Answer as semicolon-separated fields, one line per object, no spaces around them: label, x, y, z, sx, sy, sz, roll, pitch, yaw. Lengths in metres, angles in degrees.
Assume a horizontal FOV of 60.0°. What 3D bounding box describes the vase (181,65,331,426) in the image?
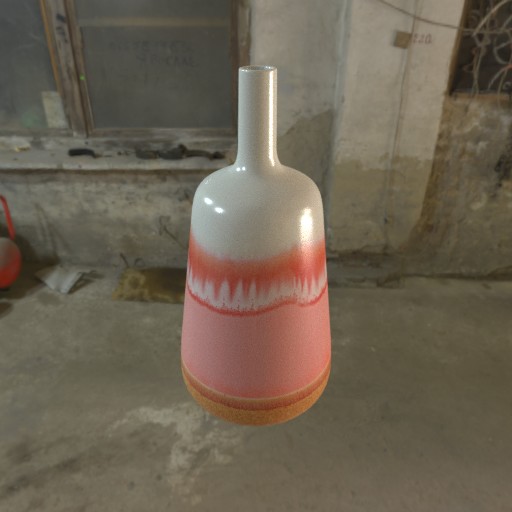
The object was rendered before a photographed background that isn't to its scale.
vase;0.000;0.000;0.377;0.144;0.296;0.144;0;30;0
